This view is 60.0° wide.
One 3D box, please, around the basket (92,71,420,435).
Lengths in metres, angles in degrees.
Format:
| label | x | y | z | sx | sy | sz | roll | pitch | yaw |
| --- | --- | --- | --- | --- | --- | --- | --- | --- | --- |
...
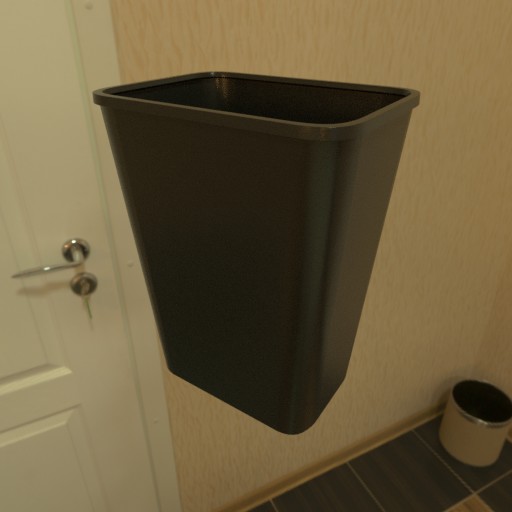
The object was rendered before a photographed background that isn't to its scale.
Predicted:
| label | x | y | z | sx | sy | sz | roll | pitch | yaw |
| --- | --- | --- | --- | --- | --- | --- | --- | --- | --- |
| basket | 0.000 | 0.000 | 0.736 | 0.394 | 0.521 | 0.287 | 18 | 34 | 29 |
